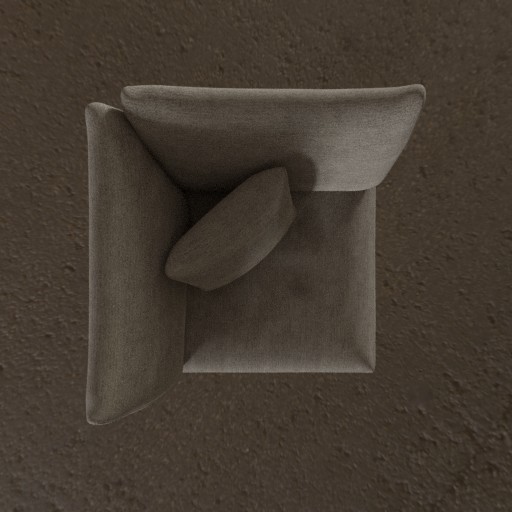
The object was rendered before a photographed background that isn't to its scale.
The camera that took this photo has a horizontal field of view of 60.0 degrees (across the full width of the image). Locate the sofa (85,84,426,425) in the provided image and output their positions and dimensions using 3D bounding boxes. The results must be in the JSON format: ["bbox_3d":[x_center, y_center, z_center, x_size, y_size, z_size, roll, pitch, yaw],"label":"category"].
[{"bbox_3d":[0.000,0.000,1.657,1.000,0.820,1.000,0,90,0],"label":"sofa"}]
